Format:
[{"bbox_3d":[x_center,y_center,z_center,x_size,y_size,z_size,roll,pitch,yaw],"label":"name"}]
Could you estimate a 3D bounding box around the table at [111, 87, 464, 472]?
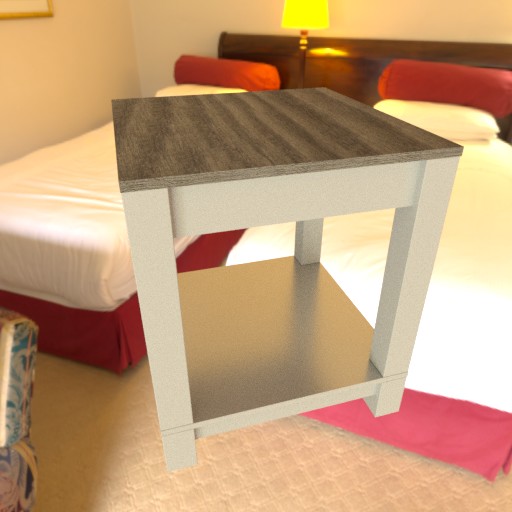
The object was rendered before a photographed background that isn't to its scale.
[{"bbox_3d":[0.000,0.000,0.965,0.504,0.587,0.506,-9,32,-14],"label":"table"}]
